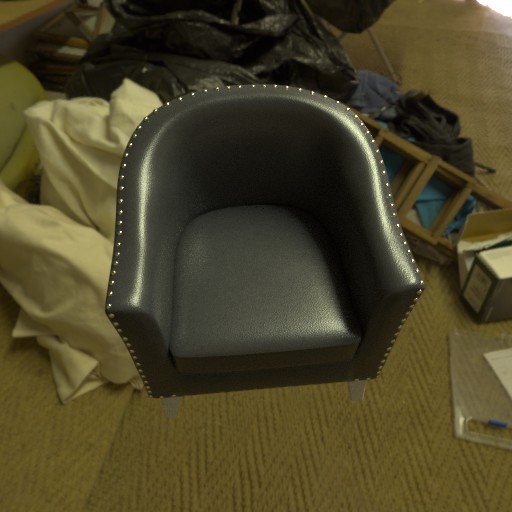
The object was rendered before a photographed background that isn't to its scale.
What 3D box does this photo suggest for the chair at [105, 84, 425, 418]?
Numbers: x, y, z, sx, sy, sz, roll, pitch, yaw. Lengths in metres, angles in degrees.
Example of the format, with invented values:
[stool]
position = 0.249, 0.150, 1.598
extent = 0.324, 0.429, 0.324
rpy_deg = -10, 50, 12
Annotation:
[chair]
position = 0.000, 0.000, 1.457
extent = 0.794, 0.823, 0.748
rpy_deg = -4, 47, -4
